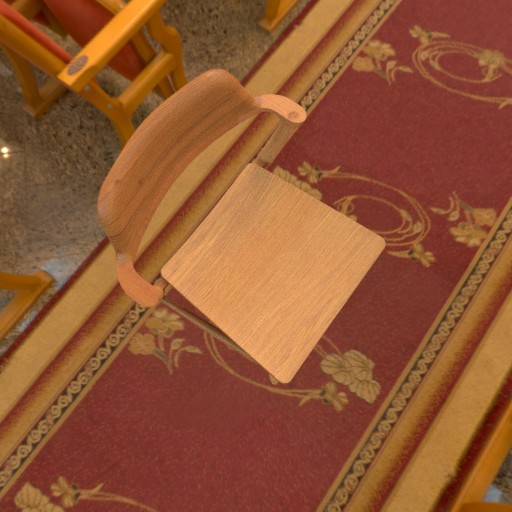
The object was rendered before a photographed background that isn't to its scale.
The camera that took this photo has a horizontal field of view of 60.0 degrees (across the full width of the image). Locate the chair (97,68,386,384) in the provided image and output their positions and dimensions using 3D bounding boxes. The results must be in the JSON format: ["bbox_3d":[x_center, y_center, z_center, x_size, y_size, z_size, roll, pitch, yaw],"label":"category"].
[{"bbox_3d":[0.000,0.000,1.120,0.499,0.792,0.512,36,79,8],"label":"chair"}]
